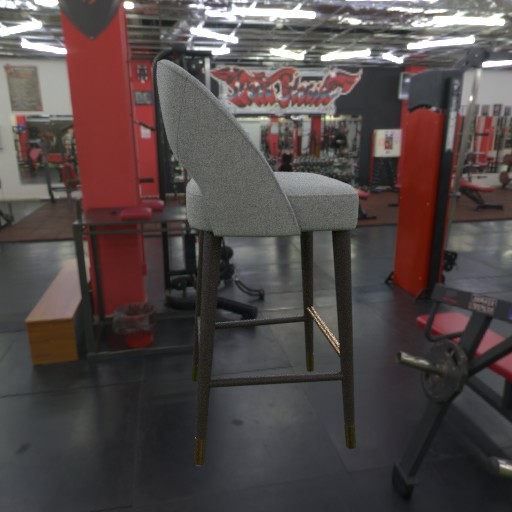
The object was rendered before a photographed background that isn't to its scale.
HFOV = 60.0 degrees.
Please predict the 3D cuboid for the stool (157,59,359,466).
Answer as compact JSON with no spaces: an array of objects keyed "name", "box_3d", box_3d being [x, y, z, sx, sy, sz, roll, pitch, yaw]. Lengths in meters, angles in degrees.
[{"name":"stool","box_3d":[0.000,0.000,1.296,0.509,1.037,0.494,-2,16,-9]}]
